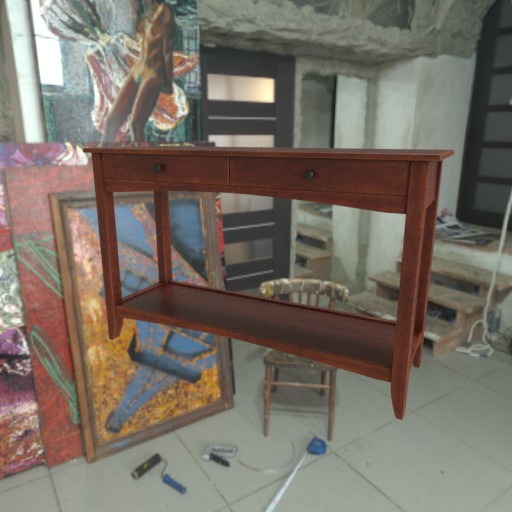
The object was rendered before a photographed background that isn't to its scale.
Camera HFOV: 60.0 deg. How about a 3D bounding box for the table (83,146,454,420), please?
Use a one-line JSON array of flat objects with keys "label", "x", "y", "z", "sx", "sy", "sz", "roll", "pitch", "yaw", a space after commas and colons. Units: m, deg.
[{"label": "table", "x": 0.000, "y": 0.000, "z": 1.572, "sx": 1.188, "sy": 0.739, "sz": 0.392, "roll": 8, "pitch": 17, "yaw": 26}]
